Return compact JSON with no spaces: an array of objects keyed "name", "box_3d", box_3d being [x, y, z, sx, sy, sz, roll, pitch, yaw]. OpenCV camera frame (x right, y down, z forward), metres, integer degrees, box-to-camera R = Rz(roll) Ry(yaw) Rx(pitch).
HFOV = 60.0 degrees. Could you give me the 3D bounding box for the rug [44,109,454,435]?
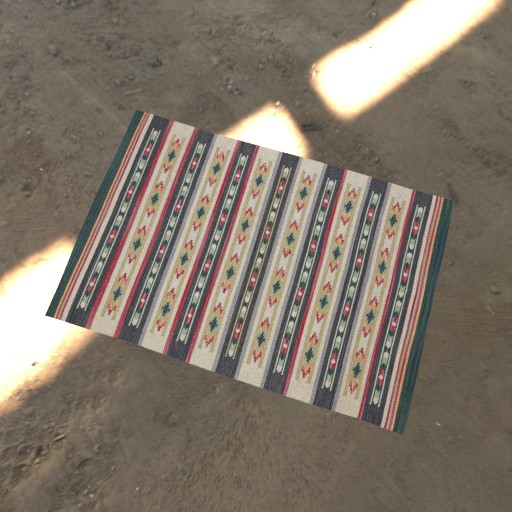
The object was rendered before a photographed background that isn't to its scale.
[{"name":"rug","box_3d":[0.000,0.000,2.271,1.825,0.009,1.221,17,75,5]}]
